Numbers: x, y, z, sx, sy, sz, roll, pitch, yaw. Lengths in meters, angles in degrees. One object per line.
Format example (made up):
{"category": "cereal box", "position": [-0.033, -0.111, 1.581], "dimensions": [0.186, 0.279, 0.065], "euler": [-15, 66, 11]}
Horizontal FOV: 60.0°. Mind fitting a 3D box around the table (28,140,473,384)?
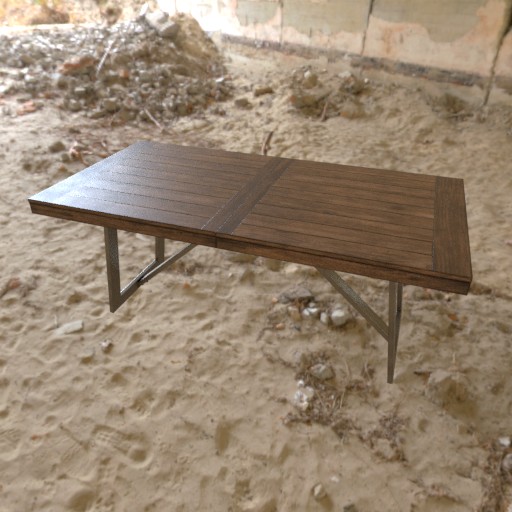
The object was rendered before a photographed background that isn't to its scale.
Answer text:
{"category": "table", "position": [0.000, 0.000, 2.312], "dimensions": [1.867, 0.757, 0.931], "euler": [11, 33, 17]}
